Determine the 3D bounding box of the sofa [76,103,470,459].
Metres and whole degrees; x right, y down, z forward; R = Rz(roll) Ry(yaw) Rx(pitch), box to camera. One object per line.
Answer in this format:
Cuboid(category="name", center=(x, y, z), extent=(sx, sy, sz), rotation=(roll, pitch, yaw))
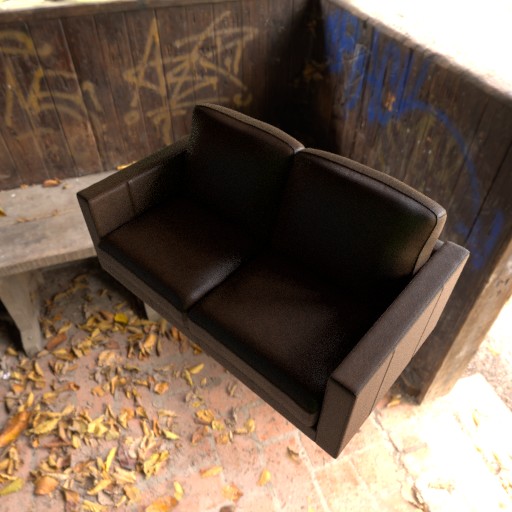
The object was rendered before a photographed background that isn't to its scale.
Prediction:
Cuboid(category="sofa", center=(0.000, 0.000, 2.111), extent=(1.578, 0.951, 0.909), rotation=(32, 53, 28))
